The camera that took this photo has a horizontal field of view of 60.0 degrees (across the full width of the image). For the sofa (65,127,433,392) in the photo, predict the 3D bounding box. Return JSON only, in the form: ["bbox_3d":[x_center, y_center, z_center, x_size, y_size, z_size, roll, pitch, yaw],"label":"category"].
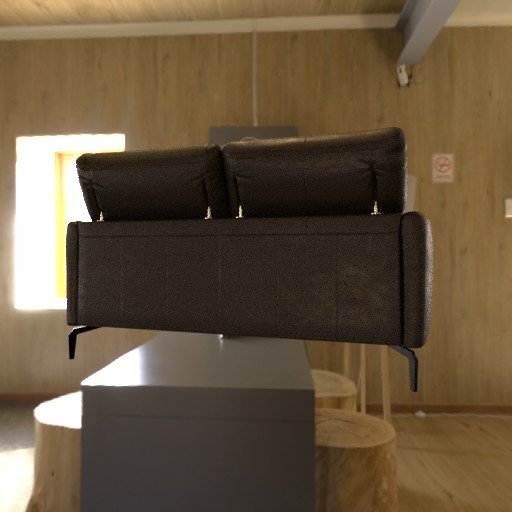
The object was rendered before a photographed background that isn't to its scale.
[{"bbox_3d":[0.000,0.000,2.176,1.596,0.920,0.958,0,1,18],"label":"sofa"}]
